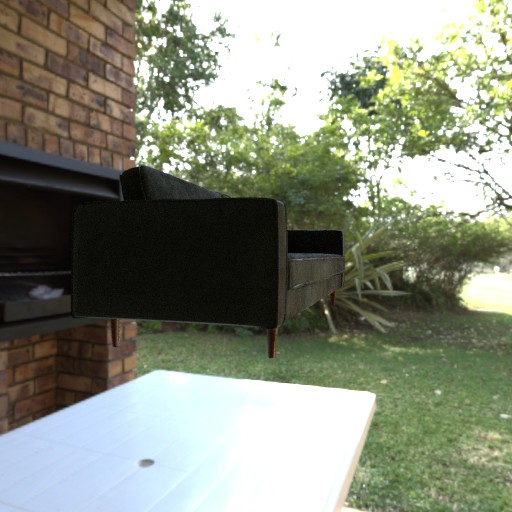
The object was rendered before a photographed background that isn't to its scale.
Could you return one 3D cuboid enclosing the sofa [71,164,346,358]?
[{"bbox_3d":[0.000,0.000,2.667,0.886,0.781,2.214,0,0,17],"label":"sofa"}]
